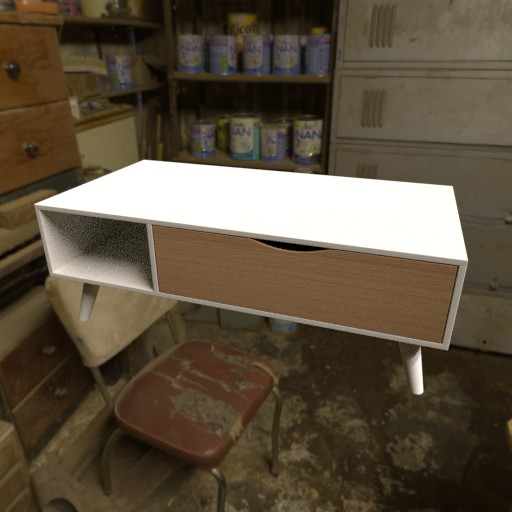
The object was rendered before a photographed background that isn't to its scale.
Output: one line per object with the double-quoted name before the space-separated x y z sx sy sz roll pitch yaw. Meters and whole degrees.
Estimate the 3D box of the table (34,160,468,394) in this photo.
"table" 0.000 0.000 1.502 1.194 0.432 0.609 8 26 17
